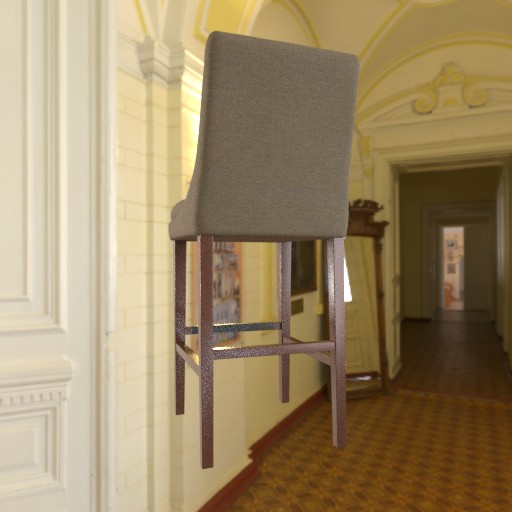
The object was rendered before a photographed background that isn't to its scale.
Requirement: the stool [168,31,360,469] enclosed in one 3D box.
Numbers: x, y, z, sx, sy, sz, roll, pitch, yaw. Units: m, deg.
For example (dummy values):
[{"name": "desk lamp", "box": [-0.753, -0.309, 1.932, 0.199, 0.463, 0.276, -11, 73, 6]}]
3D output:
[{"name": "stool", "box": [0.000, 0.000, 1.361, 0.470, 1.078, 0.577, 0, -1, -19]}]
